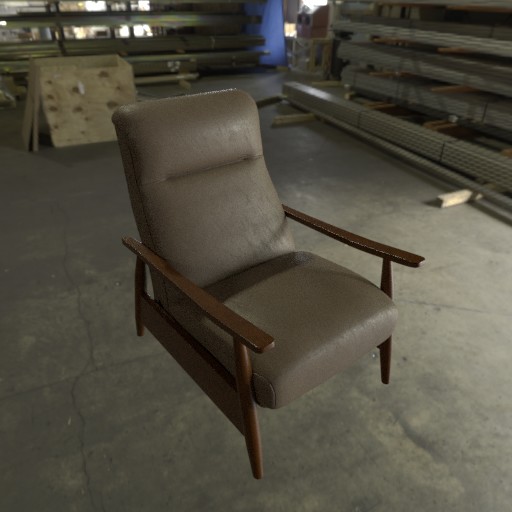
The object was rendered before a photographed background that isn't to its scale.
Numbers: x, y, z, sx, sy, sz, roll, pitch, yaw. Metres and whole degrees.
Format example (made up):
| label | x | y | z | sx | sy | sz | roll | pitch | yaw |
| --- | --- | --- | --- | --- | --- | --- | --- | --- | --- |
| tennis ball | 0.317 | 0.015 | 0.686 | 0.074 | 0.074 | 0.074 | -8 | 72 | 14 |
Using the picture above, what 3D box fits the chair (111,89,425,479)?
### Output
| label | x | y | z | sx | sy | sz | roll | pitch | yaw |
| --- | --- | --- | --- | --- | --- | --- | --- | --- | --- |
| chair | 0.000 | 0.000 | 1.765 | 0.762 | 1.082 | 1.014 | -22 | 37 | -32 |
